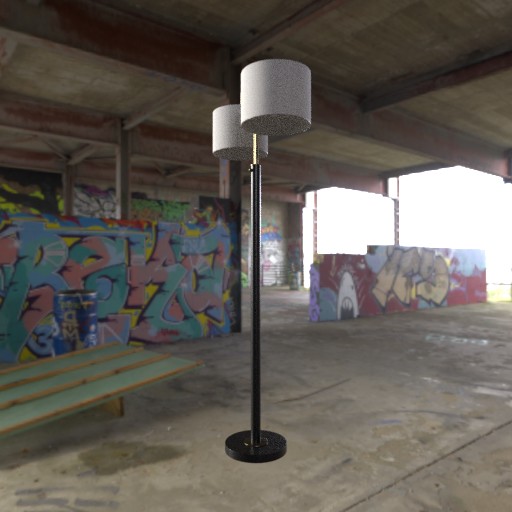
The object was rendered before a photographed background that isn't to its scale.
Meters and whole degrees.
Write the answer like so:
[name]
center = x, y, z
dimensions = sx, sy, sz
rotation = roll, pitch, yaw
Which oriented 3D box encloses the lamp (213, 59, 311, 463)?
[lamp]
center = 0.000, 0.000, 1.828
dimensions = 0.254, 1.587, 0.711
rotation = 0, -1, -18
